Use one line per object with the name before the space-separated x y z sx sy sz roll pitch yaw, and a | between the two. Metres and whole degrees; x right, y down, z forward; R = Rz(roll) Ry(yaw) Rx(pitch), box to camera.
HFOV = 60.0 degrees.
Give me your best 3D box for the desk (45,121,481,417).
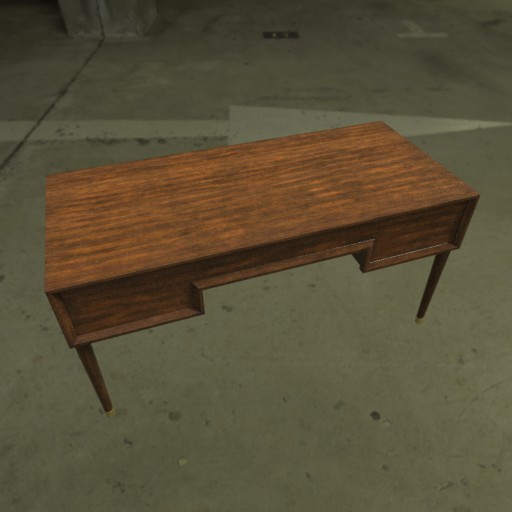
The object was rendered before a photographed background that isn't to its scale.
desk | 0.000 0.000 2.010 1.575 0.762 0.724 -13 42 -15
